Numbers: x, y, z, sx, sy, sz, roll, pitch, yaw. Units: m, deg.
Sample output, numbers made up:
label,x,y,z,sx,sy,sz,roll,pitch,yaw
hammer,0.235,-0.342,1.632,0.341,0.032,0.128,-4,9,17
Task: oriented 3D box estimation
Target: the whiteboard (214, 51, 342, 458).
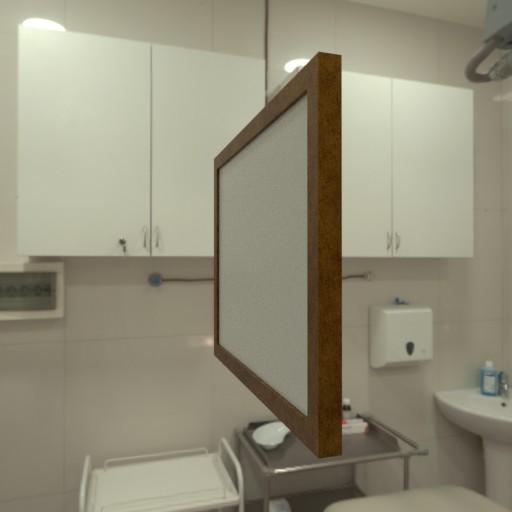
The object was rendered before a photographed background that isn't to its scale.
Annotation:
label,x,y,z,sx,sy,sz,roll,pitch,yaw
whiteboard,0.000,0.000,0.770,0.029,0.457,0.561,0,0,-17
